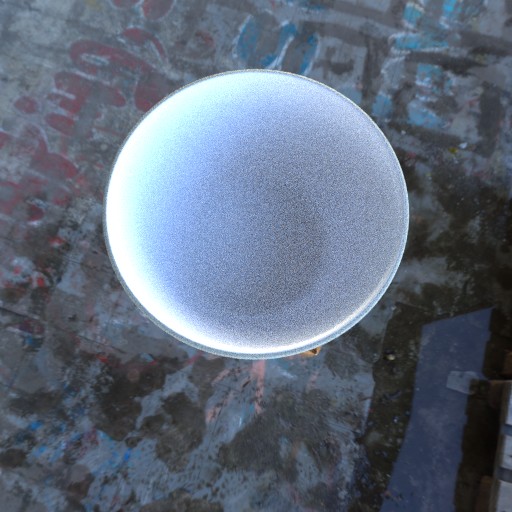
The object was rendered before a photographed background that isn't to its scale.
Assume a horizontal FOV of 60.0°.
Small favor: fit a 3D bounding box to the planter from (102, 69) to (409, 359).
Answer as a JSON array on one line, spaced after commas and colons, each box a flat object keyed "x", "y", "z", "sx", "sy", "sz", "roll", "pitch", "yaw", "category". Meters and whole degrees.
[{"x": 0.000, "y": 0.000, "z": 0.748, "sx": 0.350, "sy": 0.504, "sz": 0.350, "roll": 17, "pitch": 76, "yaw": 4, "category": "planter"}]
